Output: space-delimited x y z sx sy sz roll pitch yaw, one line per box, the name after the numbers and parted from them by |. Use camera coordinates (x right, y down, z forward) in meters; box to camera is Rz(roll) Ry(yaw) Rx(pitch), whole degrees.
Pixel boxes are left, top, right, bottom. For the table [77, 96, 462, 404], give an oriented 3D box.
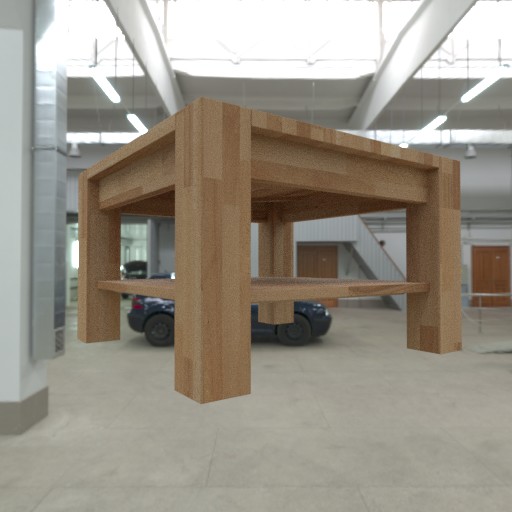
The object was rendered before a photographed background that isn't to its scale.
0.000 0.000 1.135 0.700 0.451 0.700 1 -1 -36 | table
